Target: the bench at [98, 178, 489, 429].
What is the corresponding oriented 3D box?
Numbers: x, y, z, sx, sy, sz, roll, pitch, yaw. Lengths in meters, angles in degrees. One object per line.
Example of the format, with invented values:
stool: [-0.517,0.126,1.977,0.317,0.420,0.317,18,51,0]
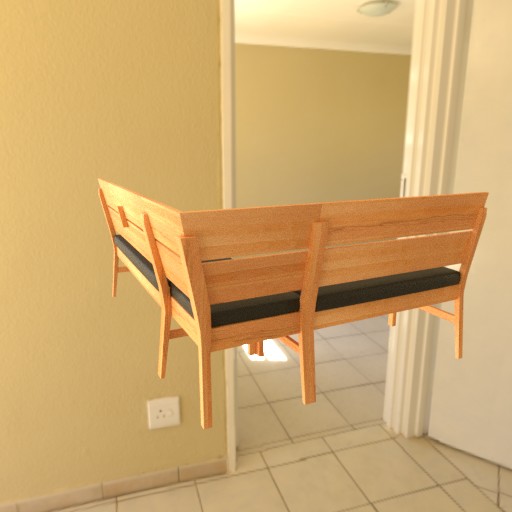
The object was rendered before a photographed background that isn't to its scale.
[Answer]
bench: [0.000,0.000,2.754,1.548,0.890,1.948,-7,15,-26]
